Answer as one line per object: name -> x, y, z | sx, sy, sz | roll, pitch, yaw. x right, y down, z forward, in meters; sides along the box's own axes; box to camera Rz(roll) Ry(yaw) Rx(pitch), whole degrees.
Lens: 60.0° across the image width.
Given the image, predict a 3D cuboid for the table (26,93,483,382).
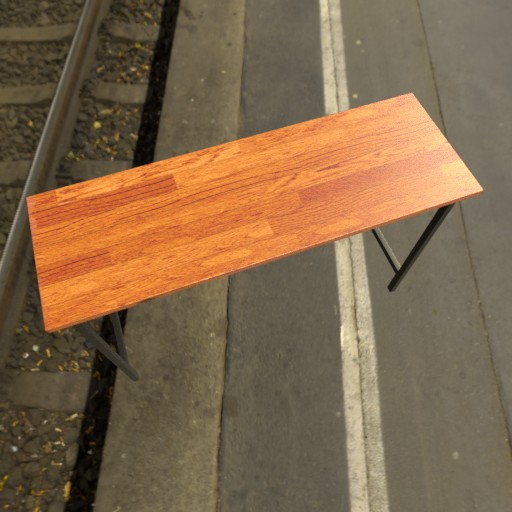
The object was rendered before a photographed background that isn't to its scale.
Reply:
table -> 0.000, 0.000, 1.555 | 1.204, 0.740, 0.408 | -18, 64, -9
